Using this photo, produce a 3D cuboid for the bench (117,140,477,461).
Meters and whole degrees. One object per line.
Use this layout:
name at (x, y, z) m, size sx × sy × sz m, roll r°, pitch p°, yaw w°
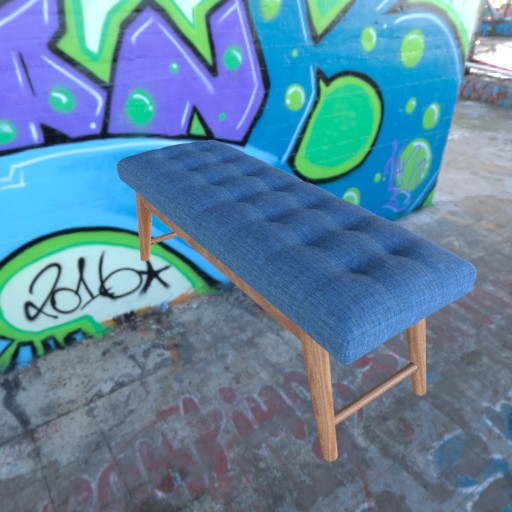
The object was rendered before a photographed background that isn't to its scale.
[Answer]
bench at (0.000, 0.000, 1.342) m, size 0.406 × 0.432 × 1.118 m, roll -20°, pitch 37°, yaw -30°
